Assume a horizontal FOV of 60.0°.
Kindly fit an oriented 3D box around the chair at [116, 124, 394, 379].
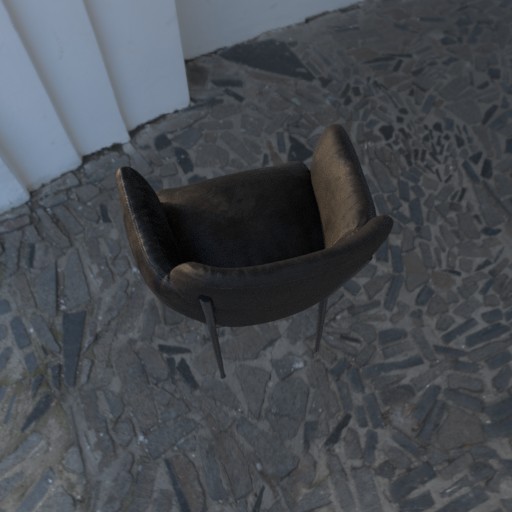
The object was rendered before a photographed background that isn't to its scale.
[{"bbox_3d":[0.000,0.000,1.255,0.640,0.818,0.604,-14,59,-8],"label":"chair"}]
